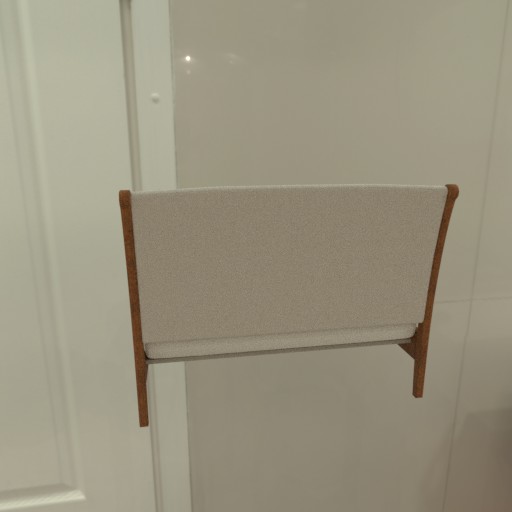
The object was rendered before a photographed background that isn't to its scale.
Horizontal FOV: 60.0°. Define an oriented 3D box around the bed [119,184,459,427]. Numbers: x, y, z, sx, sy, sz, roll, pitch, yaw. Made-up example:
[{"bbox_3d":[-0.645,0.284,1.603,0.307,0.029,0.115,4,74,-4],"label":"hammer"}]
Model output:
[{"bbox_3d":[0.000,0.000,2.976,1.502,1.135,2.108,-3,15,-10],"label":"bed"}]
